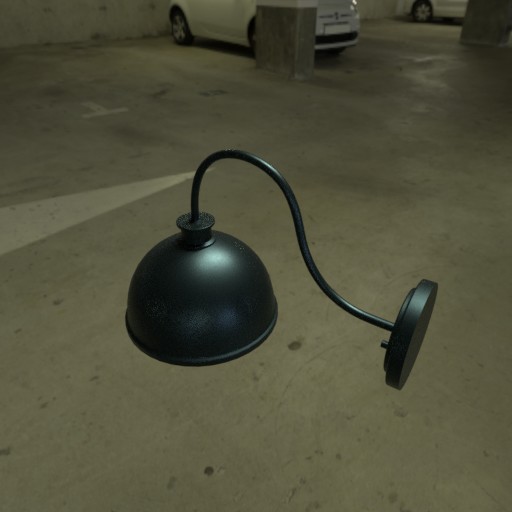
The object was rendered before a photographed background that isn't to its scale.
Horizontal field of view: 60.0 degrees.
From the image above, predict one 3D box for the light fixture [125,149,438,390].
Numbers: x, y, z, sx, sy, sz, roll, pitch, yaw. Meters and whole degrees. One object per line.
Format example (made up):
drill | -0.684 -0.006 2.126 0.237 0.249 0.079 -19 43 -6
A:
light fixture | 0.000 0.000 0.621 0.467 0.295 0.253 19 37 28
